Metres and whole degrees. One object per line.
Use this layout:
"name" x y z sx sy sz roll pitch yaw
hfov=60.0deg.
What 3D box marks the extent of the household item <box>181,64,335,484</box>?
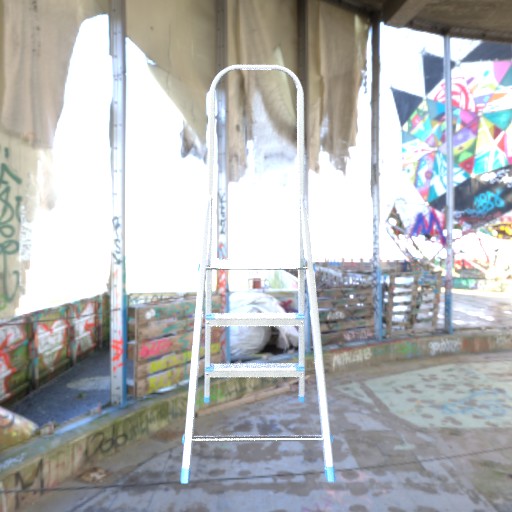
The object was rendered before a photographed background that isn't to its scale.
"household item" 0.000 0.000 1.529 0.420 1.215 0.687 0 0 -1
